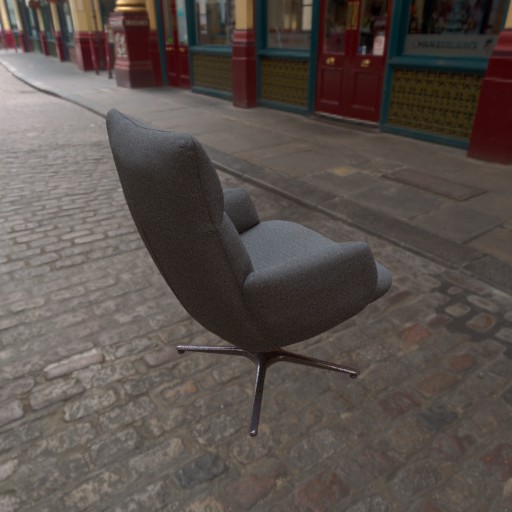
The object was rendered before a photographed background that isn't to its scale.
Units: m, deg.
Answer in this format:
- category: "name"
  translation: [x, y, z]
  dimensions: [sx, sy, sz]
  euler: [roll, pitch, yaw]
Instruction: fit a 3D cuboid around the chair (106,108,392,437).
- category: "chair"
  translation: [0.000, 0.000, 1.539]
  dimensions: [0.831, 0.984, 0.702]
  euler: [-18, 31, -31]
